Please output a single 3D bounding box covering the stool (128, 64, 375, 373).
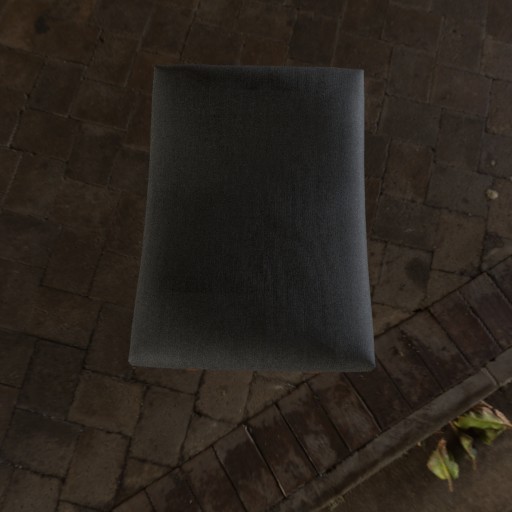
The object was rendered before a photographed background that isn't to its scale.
[{"bbox_3d":[0.000,0.000,0.850,0.320,0.612,0.439,1,76,0],"label":"stool"}]
